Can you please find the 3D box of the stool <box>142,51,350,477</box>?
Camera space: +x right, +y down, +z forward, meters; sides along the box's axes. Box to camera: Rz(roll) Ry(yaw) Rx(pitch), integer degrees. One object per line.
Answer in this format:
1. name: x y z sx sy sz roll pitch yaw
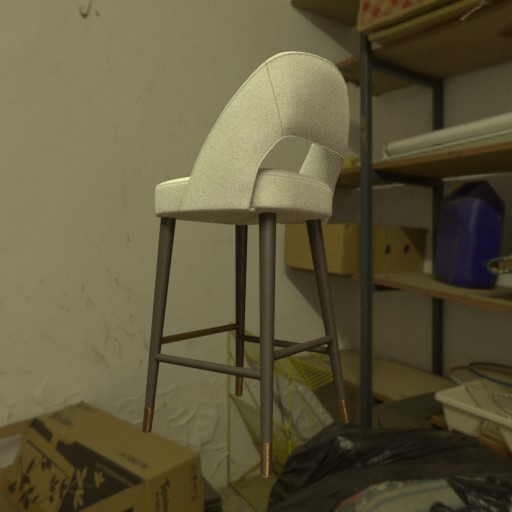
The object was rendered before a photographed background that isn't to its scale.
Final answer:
1. stool: 0.000 0.000 1.331 0.509 1.037 0.494 0 0 37
